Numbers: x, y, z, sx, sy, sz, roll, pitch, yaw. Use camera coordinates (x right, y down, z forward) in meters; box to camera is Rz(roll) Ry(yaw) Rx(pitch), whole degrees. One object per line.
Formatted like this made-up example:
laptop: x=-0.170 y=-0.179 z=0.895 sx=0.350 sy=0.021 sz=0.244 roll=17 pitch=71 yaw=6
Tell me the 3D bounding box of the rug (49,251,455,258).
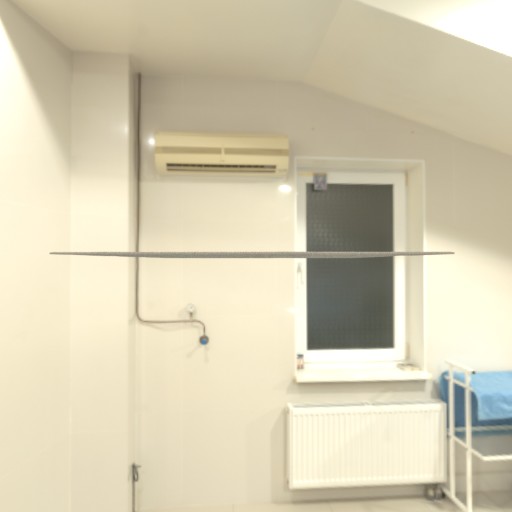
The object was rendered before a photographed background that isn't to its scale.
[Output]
rug: x=0.000 y=0.000 z=4.334 sx=2.448 sy=0.020 sz=3.359 roll=0 pitch=-1 yaw=1
